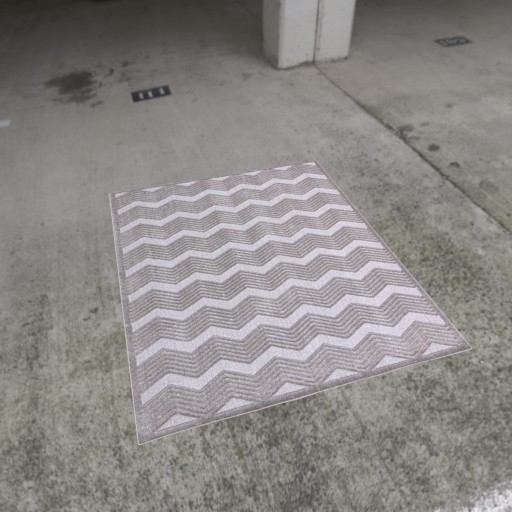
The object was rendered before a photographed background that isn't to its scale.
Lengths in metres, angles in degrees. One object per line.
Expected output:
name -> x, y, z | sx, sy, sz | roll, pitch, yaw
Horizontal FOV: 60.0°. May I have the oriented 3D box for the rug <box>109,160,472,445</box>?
rug -> 0.000, 0.000, 3.974 | 2.391, 0.005, 2.880 | -12, 43, -13
